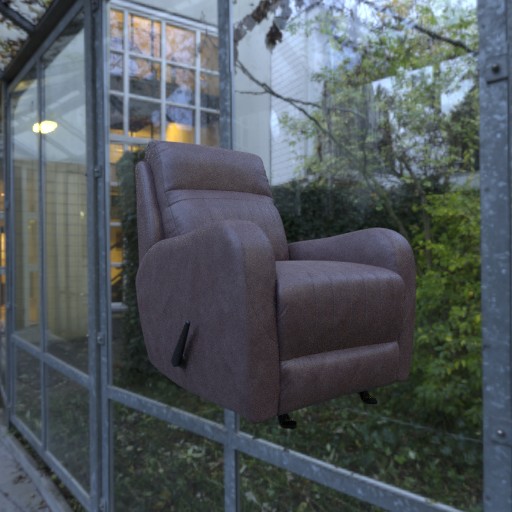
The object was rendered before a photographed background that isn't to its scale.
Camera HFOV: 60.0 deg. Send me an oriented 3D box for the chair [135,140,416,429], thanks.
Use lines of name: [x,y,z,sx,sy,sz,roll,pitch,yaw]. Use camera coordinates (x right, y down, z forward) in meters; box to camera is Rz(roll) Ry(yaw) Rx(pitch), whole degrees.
chair: [0.000,0.000,1.842,0.865,1.067,1.067,0,0,-36]
